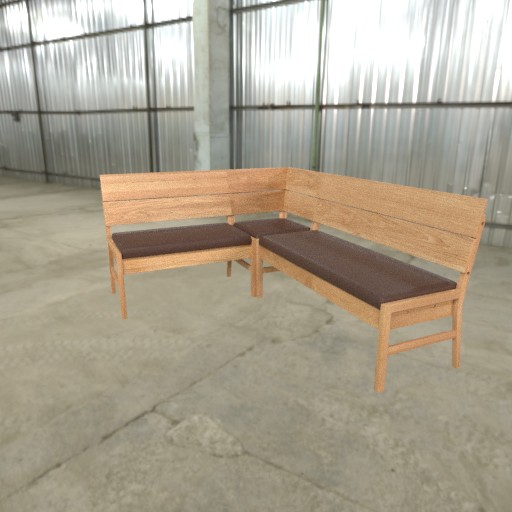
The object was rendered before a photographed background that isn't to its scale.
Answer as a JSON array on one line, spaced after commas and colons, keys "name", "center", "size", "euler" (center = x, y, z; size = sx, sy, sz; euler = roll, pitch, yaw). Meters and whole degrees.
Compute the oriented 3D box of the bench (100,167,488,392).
[{"name": "bench", "center": [0.000, 0.000, 2.760], "size": [1.549, 0.890, 1.975], "euler": [-8, 18, -25]}]
